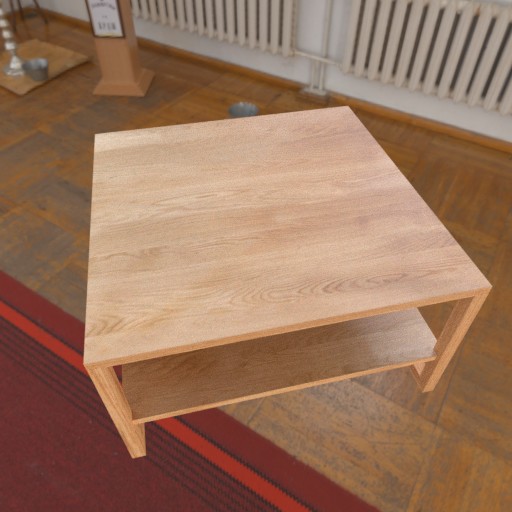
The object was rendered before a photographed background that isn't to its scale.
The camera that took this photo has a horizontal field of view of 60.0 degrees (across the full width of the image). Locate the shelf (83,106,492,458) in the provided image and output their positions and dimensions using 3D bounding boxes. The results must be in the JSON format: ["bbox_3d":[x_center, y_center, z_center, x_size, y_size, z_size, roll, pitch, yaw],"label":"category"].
[{"bbox_3d":[0.000,0.000,1.416,0.899,0.480,0.899,-9,46,-9],"label":"shelf"}]
